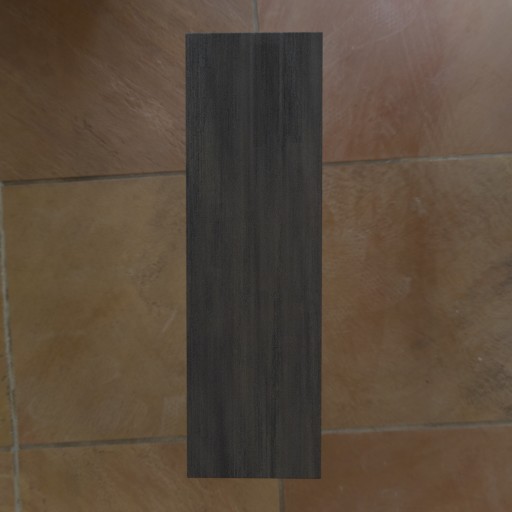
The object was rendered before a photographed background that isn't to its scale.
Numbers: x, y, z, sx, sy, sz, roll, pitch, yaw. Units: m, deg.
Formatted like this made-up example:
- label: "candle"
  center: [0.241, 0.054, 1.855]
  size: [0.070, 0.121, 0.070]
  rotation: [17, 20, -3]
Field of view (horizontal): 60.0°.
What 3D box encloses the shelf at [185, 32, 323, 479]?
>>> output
- label: "shelf"
  center: [0.000, 0.000, 1.536]
  size: [0.400, 0.495, 1.300]
  rotation: [0, 91, 1]
